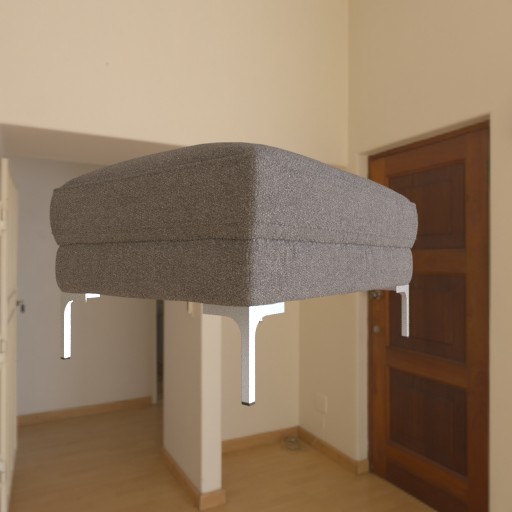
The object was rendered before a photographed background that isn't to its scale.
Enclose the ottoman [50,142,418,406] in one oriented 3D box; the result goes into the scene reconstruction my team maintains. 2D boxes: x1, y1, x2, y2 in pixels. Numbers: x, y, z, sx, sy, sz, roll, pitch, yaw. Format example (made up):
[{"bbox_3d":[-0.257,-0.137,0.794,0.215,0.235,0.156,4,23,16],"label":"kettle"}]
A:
[{"bbox_3d":[0.000,0.000,1.135,0.583,0.464,0.785,0,-1,37],"label":"ottoman"}]
